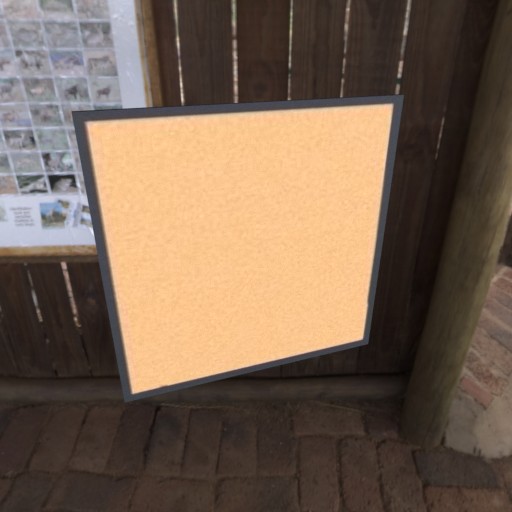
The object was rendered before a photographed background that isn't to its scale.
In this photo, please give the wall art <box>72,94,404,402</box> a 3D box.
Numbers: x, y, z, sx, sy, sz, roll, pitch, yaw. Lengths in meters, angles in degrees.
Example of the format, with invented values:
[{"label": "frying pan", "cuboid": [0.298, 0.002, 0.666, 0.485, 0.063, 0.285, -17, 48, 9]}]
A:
[{"label": "wall art", "cuboid": [0.000, 0.000, 1.243, 0.823, 0.823, 0.013, -9, 29, -17]}]
